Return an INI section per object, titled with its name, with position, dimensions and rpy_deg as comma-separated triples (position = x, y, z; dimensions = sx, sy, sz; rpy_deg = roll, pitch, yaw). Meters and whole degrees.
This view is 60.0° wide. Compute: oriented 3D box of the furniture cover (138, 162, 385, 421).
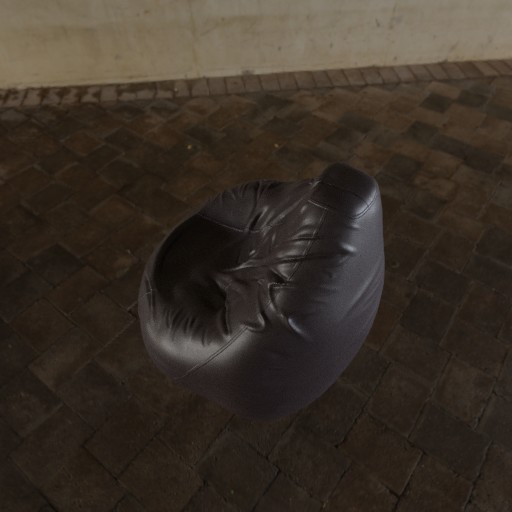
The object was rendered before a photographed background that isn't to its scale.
[furniture cover]
position = 0.000, 0.000, 1.869
dimensions = 1.070, 0.990, 1.070
rpy_deg = 19, 50, 16
